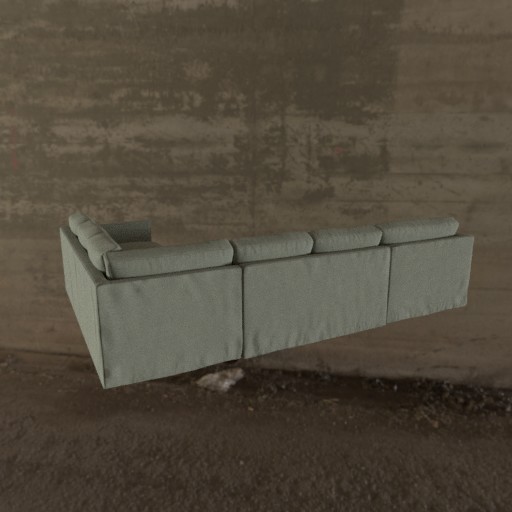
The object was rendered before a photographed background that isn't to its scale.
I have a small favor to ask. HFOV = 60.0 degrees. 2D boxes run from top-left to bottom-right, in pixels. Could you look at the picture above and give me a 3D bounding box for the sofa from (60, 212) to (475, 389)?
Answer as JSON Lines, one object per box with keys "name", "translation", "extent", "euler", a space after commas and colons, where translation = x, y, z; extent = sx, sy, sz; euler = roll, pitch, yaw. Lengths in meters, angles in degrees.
{"name": "sofa", "translation": [0.000, 0.000, 4.490], "extent": [3.434, 0.869, 2.440], "euler": [-7, 15, -27]}
